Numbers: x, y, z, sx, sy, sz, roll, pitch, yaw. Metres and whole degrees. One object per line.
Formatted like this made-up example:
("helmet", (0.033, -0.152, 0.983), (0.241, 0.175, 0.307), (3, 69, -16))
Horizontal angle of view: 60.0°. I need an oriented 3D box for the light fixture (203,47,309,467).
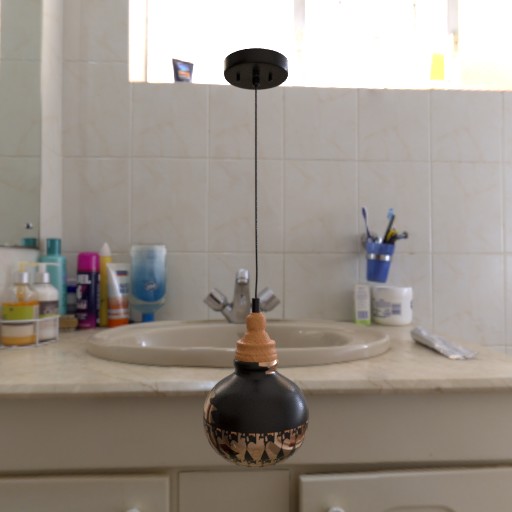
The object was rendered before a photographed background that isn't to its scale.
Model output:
("light fixture", (0.000, 0.000, 1.828), (0.430, 1.606, 0.430), (0, -2, 0))
